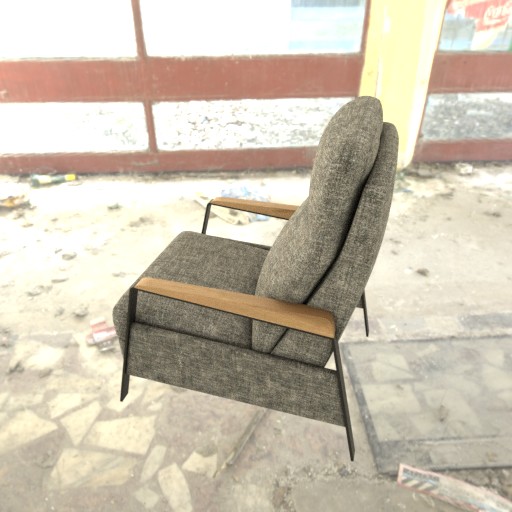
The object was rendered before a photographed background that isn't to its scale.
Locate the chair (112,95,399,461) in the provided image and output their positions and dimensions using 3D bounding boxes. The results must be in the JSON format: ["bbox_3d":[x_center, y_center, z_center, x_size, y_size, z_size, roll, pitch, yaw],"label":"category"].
[{"bbox_3d":[0.000,0.000,1.561,0.868,1.042,0.671,9,33,14],"label":"chair"}]
